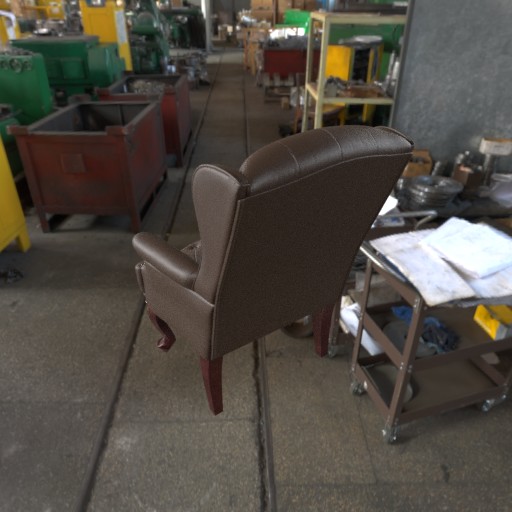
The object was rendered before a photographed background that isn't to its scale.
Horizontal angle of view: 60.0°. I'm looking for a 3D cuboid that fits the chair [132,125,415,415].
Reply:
[{"bbox_3d":[0.000,0.000,1.748,0.829,1.132,0.819,-20,36,-30],"label":"chair"}]
